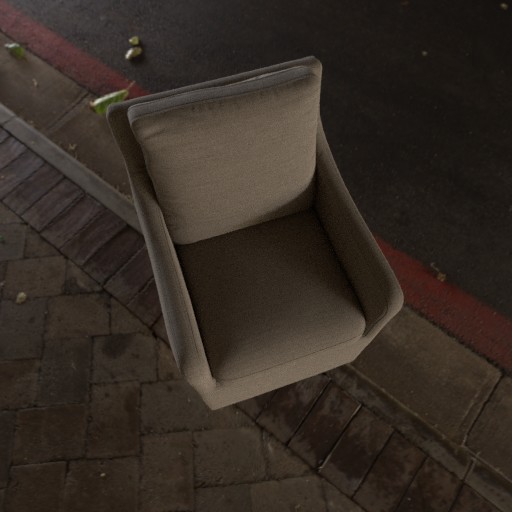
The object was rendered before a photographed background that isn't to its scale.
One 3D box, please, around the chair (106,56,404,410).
[{"bbox_3d":[0.000,0.000,1.380,0.626,0.914,0.694,-17,64,-8],"label":"chair"}]
